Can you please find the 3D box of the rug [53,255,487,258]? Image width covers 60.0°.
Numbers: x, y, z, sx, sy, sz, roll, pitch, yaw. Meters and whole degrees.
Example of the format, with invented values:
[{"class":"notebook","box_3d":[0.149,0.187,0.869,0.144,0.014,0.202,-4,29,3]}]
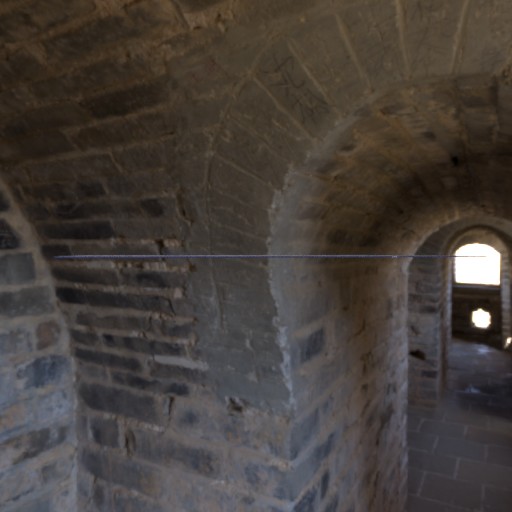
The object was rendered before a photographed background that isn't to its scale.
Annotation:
[{"class":"rug","box_3d":[0.000,0.000,3.778,2.940,0.011,2.053,0,0,-18]}]
